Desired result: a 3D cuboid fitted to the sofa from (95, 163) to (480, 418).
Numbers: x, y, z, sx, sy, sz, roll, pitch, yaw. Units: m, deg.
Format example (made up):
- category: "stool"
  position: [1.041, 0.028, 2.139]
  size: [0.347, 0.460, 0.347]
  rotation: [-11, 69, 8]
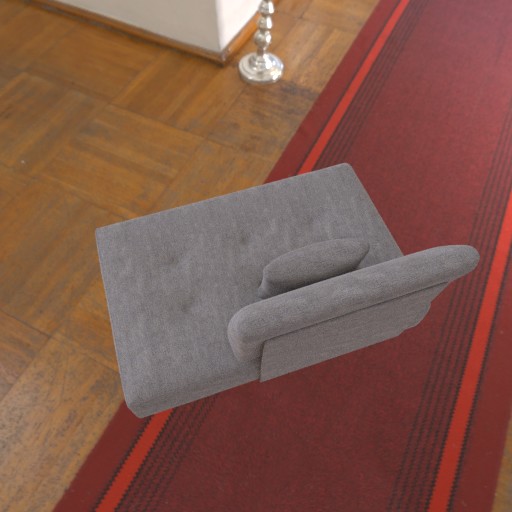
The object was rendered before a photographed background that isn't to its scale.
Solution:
- category: "sofa"
  position: [0.000, 0.000, 2.033]
  size: [1.450, 0.820, 1.002]
  rotation: [-16, 61, -9]
